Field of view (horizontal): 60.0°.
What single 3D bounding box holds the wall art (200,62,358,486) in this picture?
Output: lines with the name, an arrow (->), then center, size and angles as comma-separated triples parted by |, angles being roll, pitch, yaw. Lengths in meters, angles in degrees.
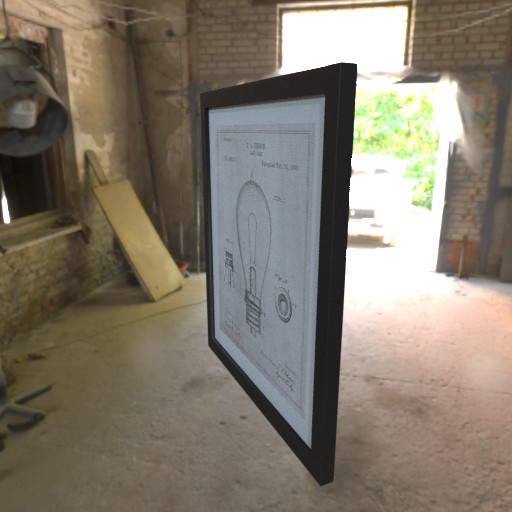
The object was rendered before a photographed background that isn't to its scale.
wall art -> 0.000, 0.000, 0.696 | 0.021, 0.509, 0.430 | -7, 18, -24
